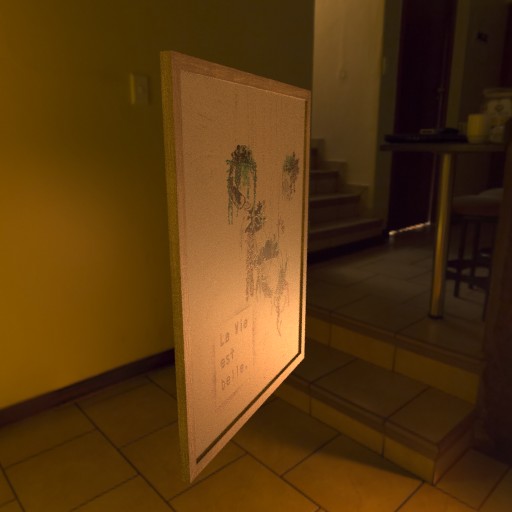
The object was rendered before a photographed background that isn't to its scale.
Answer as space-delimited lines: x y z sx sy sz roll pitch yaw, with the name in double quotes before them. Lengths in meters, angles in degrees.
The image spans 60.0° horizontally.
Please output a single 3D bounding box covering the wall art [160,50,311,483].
"wall art" 0.000 0.000 1.349 0.035 1.022 0.781 7 16 27
